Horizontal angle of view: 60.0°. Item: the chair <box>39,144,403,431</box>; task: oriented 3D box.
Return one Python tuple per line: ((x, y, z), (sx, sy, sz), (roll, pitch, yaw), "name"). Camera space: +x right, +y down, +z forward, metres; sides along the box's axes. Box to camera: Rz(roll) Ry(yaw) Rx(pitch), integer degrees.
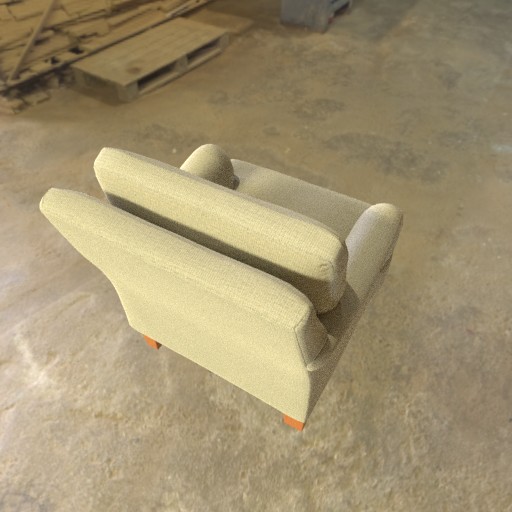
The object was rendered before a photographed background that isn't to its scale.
((0.000, 0.000, 1.787), (0.955, 1.038, 1.070), (23, 50, 21), "chair")
